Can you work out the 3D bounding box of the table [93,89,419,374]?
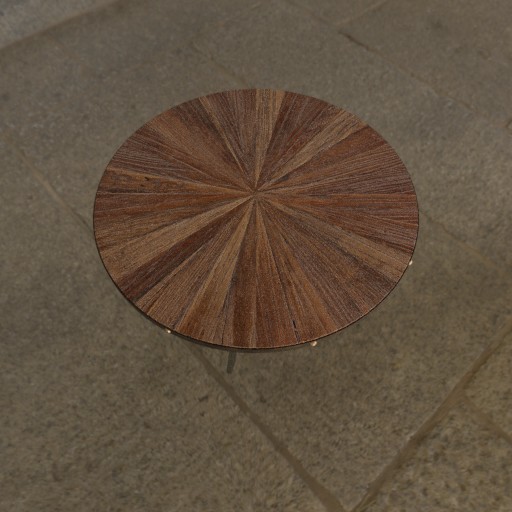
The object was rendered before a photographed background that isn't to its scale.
[{"bbox_3d":[0.000,0.000,1.502,0.885,0.658,0.885,0,59,0],"label":"table"}]
